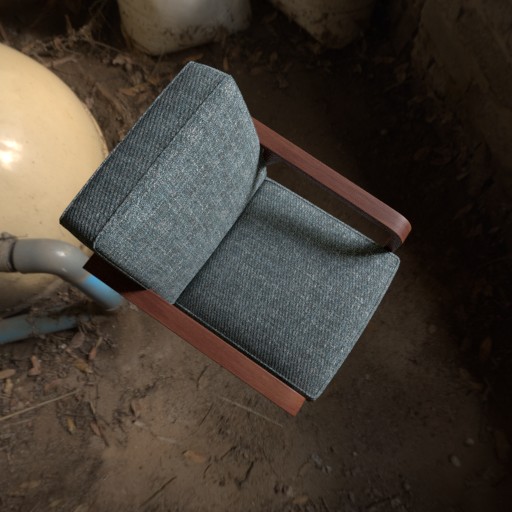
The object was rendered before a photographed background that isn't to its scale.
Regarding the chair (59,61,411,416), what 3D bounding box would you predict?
[{"bbox_3d":[0.000,0.000,1.509,0.889,0.864,0.719,33,78,8],"label":"chair"}]
